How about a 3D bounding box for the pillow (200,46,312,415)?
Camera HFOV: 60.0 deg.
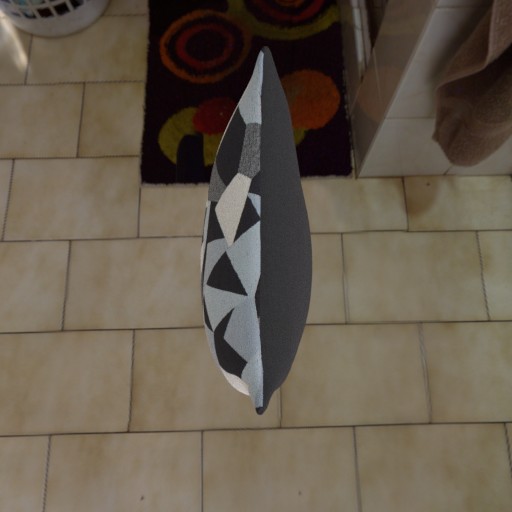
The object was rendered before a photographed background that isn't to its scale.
[{"bbox_3d":[0.000,0.000,0.793,0.208,0.496,0.503,1,75,0],"label":"pillow"}]
